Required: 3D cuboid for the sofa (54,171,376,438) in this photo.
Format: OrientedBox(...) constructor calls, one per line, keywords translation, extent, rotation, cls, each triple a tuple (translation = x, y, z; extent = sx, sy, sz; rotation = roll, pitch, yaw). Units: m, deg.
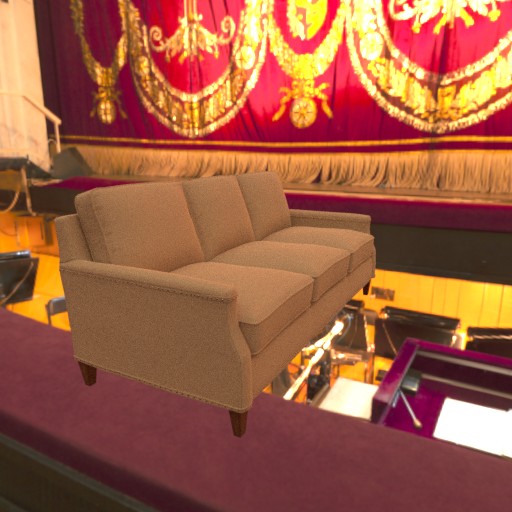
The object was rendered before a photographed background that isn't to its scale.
OrientedBox(translation=(0.000, 0.000, 2.882), extent=(1.084, 1.003, 2.246), rotation=(7, 15, 27), cls="sofa")
